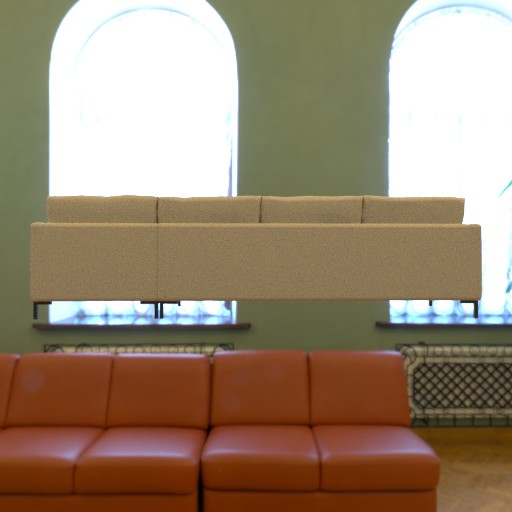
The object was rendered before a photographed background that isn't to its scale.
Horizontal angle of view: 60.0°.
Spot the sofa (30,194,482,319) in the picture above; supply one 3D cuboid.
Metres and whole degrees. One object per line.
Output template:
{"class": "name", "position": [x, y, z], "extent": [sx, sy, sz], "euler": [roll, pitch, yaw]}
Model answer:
{"class": "sofa", "position": [0.000, 0.000, 3.233], "extent": [2.731, 0.755, 1.258], "euler": [0, 0, -1]}
